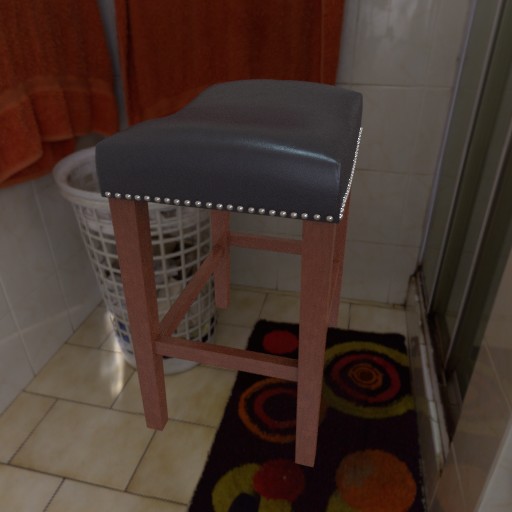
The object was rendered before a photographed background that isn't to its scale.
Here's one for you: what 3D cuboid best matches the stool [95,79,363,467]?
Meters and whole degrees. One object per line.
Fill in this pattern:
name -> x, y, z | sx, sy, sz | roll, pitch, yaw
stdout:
stool -> 0.000, 0.000, 0.957 | 0.372, 0.654, 0.504 | 8, 31, 13
